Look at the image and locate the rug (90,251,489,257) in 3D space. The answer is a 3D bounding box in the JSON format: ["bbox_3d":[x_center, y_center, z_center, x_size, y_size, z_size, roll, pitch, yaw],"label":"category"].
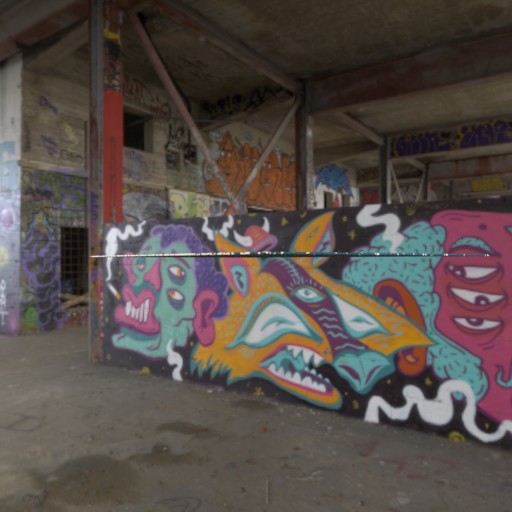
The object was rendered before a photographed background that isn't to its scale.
[{"bbox_3d":[0.000,0.000,2.340,1.220,0.007,1.828,0,-1,-35],"label":"rug"}]
